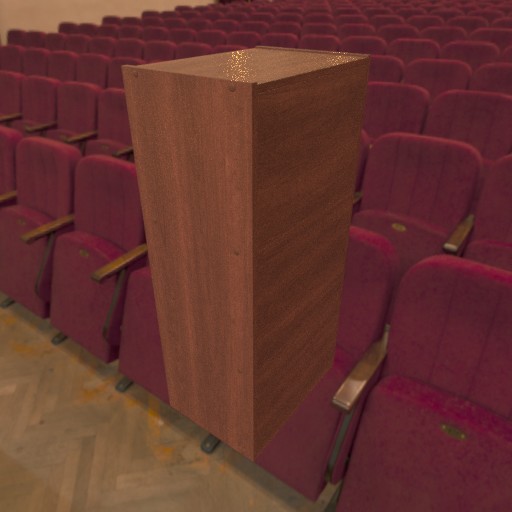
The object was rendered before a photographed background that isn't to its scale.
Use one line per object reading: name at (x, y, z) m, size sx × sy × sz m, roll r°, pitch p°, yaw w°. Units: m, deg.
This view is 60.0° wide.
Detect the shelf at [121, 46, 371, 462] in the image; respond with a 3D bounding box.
shelf at (0.000, 0.000, 1.077) m, size 0.290 × 0.879 × 0.414 m, roll 21°, pitch 37°, yaw 31°
